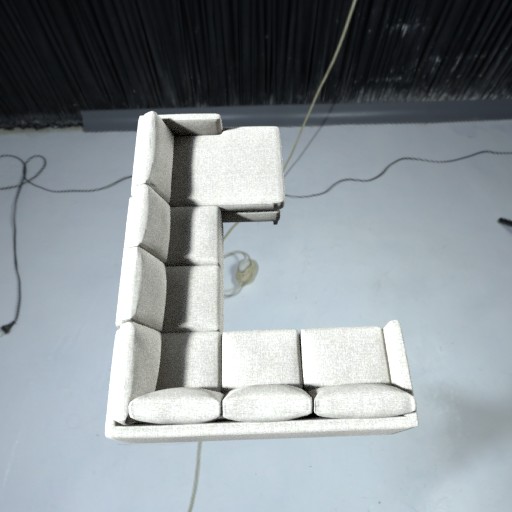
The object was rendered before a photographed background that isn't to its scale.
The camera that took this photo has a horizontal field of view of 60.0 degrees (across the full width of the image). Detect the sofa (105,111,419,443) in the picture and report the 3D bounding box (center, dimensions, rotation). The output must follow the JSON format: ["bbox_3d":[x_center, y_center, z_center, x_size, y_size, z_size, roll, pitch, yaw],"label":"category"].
[{"bbox_3d":[0.000,0.000,4.552,2.593,0.959,3.460,-2,64,-1],"label":"sofa"}]
